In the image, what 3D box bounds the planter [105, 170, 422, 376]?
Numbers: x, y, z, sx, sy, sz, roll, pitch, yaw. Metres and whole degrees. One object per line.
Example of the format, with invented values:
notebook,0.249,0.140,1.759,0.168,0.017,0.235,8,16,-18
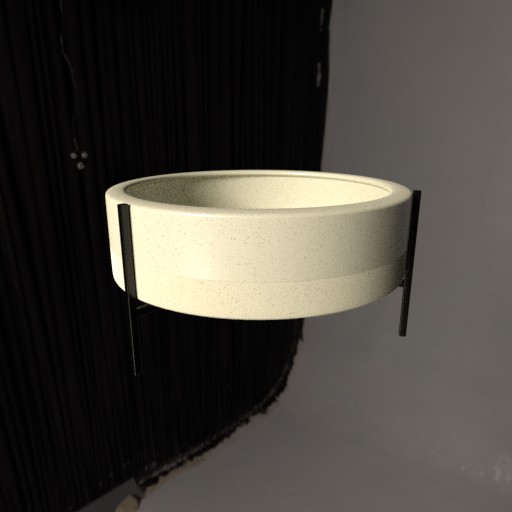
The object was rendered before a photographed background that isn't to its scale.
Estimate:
planter,0.000,0.000,0.530,0.336,0.171,0.345,16,23,42
